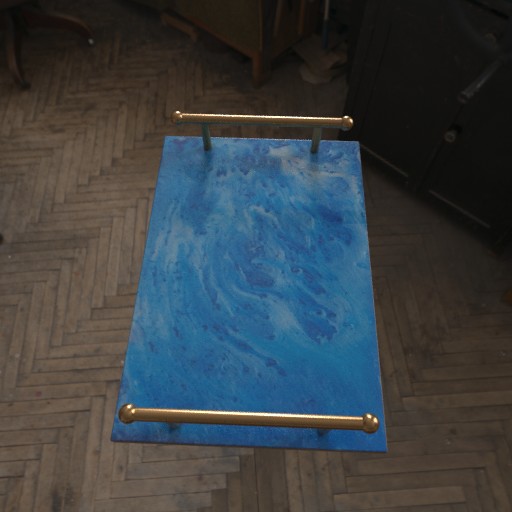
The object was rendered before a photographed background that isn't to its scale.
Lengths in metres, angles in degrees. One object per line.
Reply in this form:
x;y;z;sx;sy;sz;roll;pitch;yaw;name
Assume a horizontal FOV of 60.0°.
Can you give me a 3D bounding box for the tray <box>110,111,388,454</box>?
0.000;0.000;0.564;0.304;0.084;0.444;2;62;1;tray
